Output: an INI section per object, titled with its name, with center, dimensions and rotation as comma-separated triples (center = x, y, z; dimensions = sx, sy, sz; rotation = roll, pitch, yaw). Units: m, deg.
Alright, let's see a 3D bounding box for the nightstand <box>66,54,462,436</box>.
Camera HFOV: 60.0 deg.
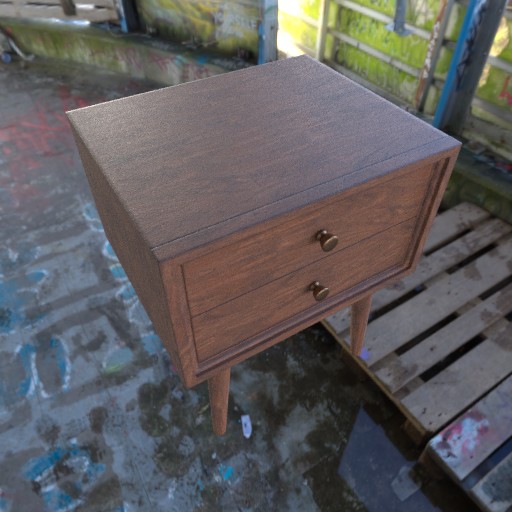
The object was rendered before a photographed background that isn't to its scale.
[nightstand]
center = 0.000, 0.000, 0.958
dimensions = 0.521, 0.607, 0.445
rotation = -23, 49, -21
